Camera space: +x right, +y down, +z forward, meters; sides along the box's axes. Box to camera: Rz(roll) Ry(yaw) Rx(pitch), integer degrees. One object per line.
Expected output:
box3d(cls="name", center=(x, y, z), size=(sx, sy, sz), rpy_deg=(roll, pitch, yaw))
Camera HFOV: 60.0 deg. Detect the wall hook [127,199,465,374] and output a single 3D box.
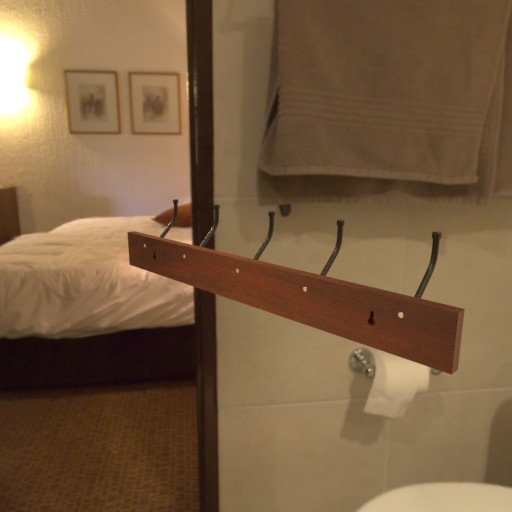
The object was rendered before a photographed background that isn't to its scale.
box3d(cls="wall hook", center=(0.000, 0.000, 0.609), size=(0.071, 0.117, 0.571), rpy_deg=(-13, 18, -43))
